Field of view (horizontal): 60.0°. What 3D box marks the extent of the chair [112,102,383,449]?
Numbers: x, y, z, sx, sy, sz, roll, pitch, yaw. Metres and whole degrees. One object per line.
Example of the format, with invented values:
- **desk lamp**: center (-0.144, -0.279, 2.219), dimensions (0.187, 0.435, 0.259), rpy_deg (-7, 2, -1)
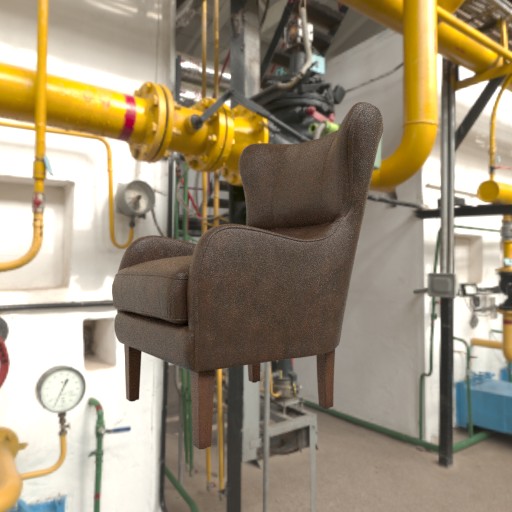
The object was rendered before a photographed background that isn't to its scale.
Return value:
- **chair**: center (0.000, 0.000, 1.624), dimensions (0.914, 1.048, 0.692), rpy_deg (1, -2, -36)
